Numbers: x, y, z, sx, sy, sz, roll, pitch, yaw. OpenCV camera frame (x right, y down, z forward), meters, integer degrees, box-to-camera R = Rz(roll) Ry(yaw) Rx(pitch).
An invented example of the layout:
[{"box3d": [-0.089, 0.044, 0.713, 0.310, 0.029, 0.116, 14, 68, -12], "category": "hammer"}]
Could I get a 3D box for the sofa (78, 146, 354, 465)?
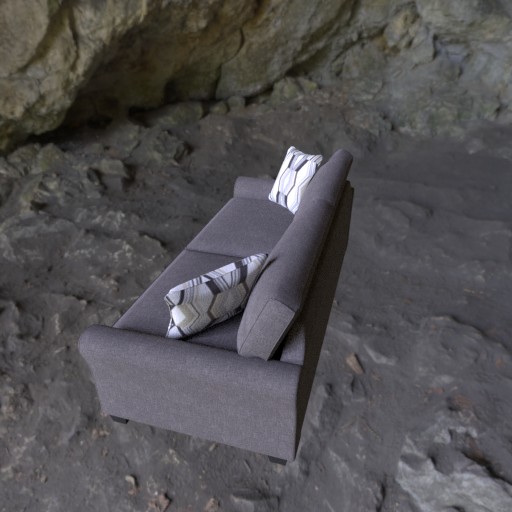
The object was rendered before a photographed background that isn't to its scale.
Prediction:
[{"box3d": [0.000, 0.000, 2.495, 0.889, 0.813, 2.032, 8, 30, 14], "category": "sofa"}]
